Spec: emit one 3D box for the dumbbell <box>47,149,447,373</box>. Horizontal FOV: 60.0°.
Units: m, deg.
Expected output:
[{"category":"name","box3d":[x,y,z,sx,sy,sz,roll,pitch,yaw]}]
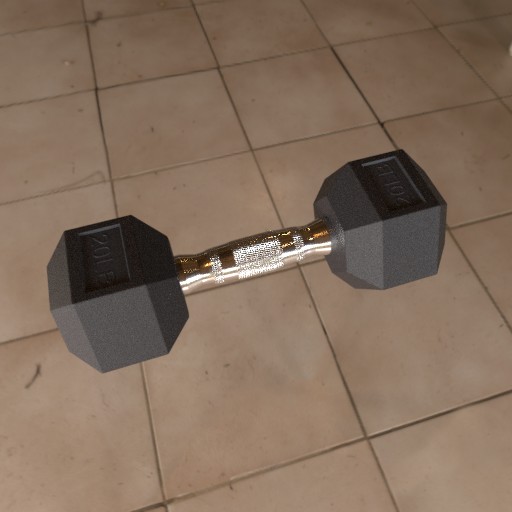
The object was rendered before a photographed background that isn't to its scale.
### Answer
[{"category":"dumbbell","box3d":[0.000,0.000,0.351,0.297,0.101,0.116,-15,59,-9]}]
